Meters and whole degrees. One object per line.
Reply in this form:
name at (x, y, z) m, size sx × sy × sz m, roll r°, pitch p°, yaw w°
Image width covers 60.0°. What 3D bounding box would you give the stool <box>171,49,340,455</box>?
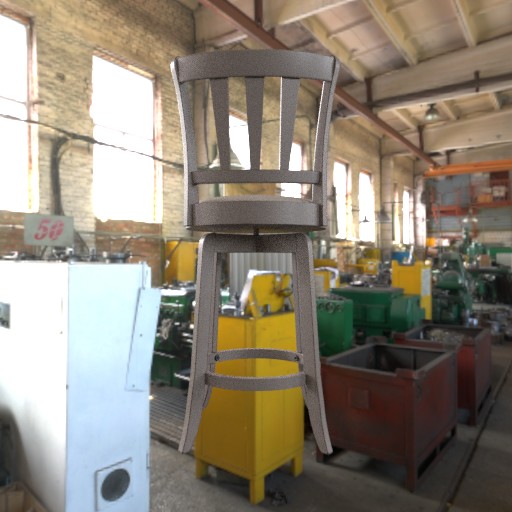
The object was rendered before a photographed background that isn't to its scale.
stool at (0.000, 0.000, 1.291) m, size 0.436 × 1.023 × 0.475 m, roll 0°, pitch 0°, yaw 1°
